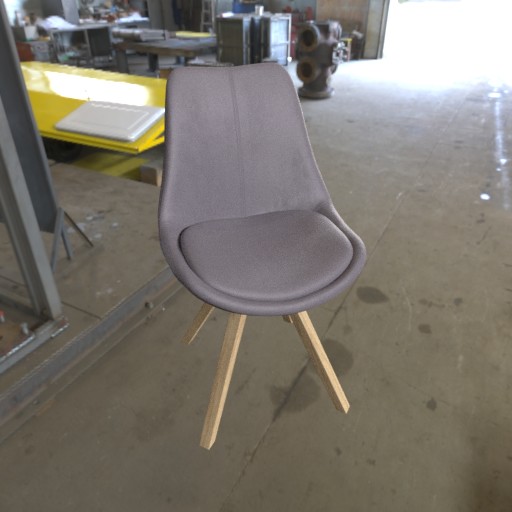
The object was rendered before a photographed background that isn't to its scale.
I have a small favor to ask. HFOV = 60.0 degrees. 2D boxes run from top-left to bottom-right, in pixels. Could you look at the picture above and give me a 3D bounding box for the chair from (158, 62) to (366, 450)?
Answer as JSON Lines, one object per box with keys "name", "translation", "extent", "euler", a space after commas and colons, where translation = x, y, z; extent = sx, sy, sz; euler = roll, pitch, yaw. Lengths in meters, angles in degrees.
{"name": "chair", "translation": [0.000, 0.000, 1.171], "extent": [0.483, 0.865, 0.547], "euler": [-9, 33, -14]}
